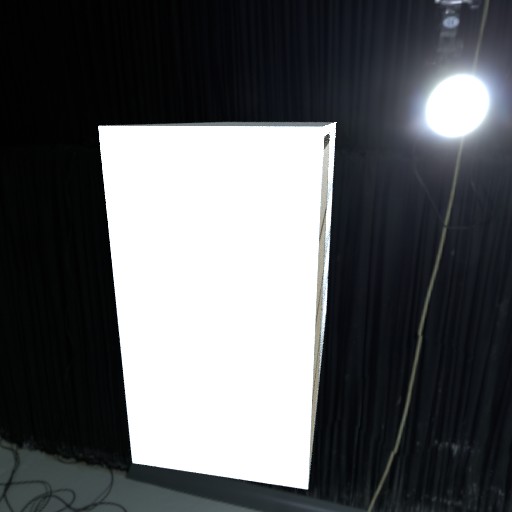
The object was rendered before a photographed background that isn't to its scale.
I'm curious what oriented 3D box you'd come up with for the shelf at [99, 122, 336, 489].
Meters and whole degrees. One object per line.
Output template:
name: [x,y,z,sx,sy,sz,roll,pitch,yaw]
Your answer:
shelf: [0.000,0.000,1.279,0.396,0.732,0.895,3,18,10]
